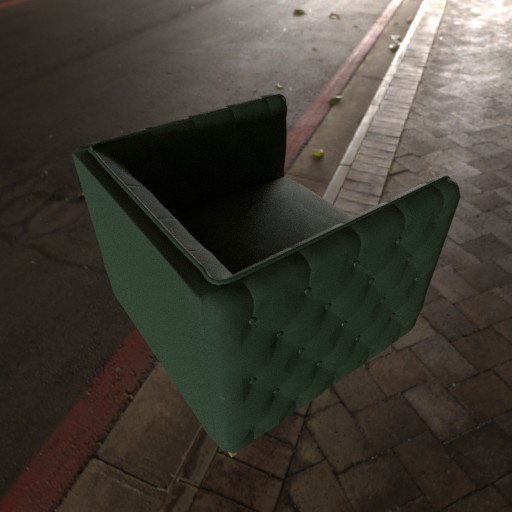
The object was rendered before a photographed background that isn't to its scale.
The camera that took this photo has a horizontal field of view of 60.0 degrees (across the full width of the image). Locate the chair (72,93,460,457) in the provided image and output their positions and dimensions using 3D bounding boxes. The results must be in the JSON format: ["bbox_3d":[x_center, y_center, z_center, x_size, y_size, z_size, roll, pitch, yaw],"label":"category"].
[{"bbox_3d":[0.000,0.000,1.563,0.855,0.768,0.917,-25,47,-26],"label":"chair"}]
